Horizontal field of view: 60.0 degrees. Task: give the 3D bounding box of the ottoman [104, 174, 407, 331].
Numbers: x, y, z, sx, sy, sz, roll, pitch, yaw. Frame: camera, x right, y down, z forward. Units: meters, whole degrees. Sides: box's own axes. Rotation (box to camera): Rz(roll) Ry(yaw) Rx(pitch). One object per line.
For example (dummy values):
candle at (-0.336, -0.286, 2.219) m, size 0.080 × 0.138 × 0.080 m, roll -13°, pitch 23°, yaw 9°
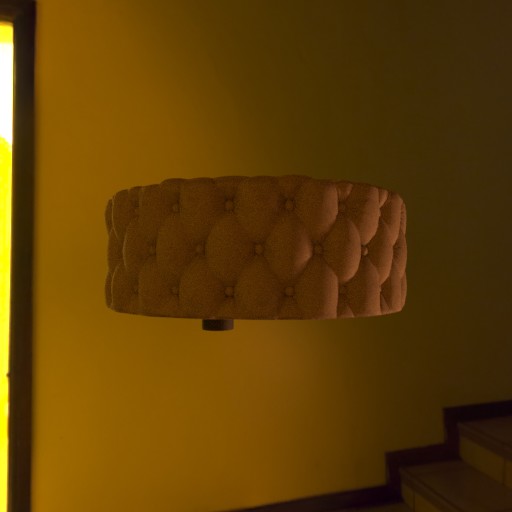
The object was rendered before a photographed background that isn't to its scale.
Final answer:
ottoman at (0.000, 0.000, 1.534) m, size 0.998 × 0.399 × 0.998 m, roll 0°, pitch -1°, yaw 0°
